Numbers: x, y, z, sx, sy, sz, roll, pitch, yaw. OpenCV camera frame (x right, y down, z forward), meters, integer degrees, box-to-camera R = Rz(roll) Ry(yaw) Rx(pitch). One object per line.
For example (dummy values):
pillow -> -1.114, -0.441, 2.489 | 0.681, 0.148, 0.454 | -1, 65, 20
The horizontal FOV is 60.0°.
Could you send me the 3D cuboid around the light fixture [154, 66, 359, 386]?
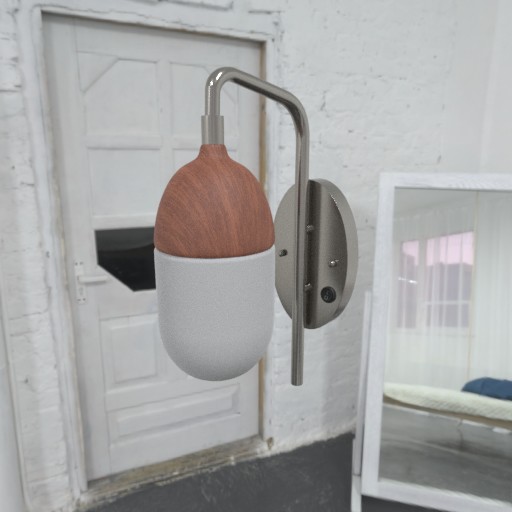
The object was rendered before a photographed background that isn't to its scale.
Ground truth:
light fixture -> 0.000, 0.000, 0.441 | 0.108, 0.343, 0.216 | 13, 19, 41
